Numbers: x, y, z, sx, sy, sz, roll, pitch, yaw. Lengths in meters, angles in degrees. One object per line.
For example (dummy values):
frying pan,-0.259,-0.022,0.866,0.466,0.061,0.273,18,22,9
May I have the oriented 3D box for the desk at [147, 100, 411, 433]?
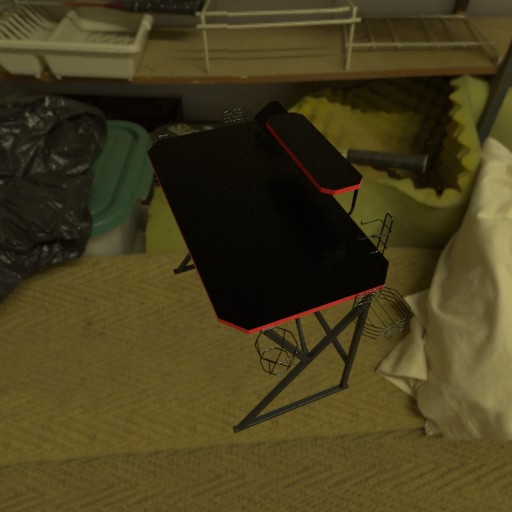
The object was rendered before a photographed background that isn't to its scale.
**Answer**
desk,0.000,0.000,1.789,0.588,0.913,1.280,-16,48,-15
